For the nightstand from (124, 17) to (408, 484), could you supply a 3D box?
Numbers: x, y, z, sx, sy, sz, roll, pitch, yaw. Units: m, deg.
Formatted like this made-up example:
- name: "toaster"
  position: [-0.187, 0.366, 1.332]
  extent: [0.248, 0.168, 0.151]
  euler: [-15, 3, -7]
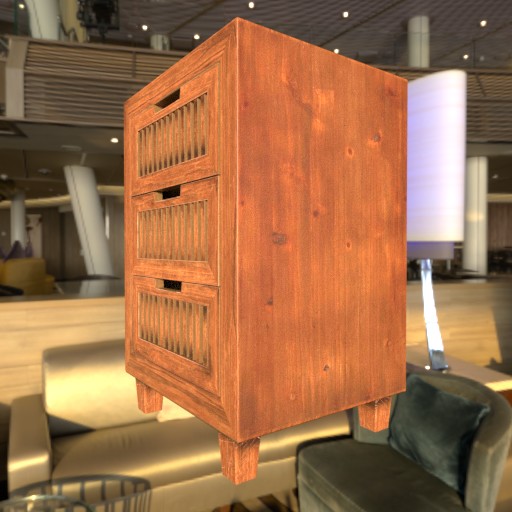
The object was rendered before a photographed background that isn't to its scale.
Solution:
- name: "nightstand"
  position: [0.000, 0.000, 0.946]
  extent: [0.410, 0.695, 0.465]
  euler: [-1, 1, -36]
